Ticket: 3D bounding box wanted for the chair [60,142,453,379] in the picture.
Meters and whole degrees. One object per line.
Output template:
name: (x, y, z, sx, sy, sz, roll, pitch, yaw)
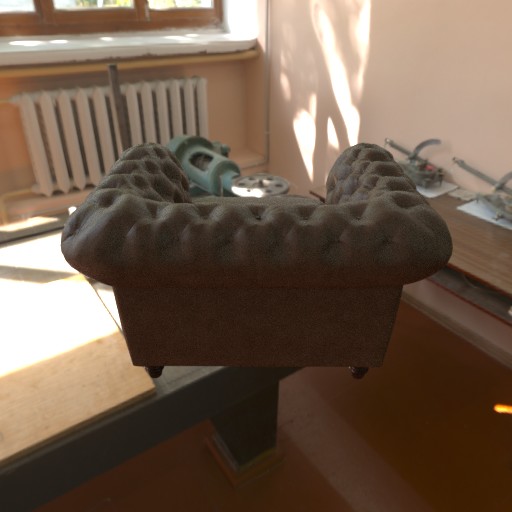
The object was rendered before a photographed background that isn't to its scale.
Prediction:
chair: (0.000, 0.000, 1.896, 1.298, 0.784, 0.954, 0, 30, 0)
